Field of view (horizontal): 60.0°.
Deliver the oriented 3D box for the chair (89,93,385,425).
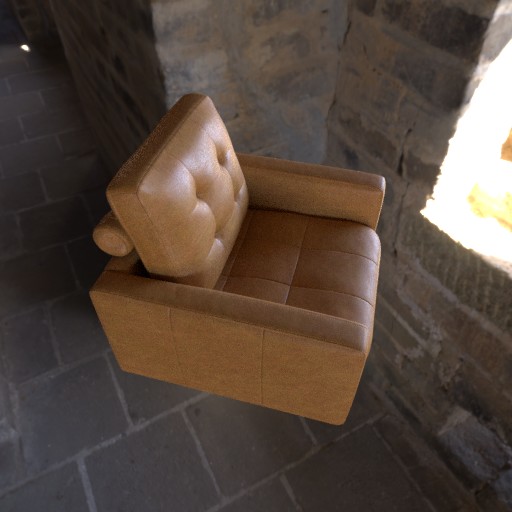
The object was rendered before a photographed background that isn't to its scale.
[{"bbox_3d":[0.000,0.000,1.566,0.868,0.896,0.831,11,47,10],"label":"chair"}]
